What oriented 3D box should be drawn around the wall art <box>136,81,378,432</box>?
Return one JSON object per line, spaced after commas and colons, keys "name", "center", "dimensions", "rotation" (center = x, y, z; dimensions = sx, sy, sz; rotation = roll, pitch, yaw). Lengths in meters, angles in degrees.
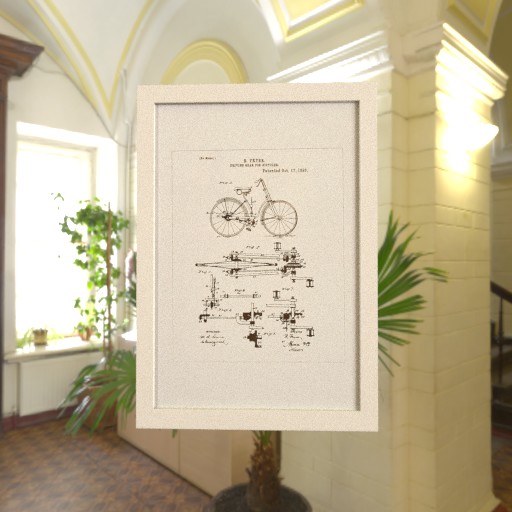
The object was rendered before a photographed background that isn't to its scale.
{"name": "wall art", "center": [0.000, 0.000, 0.617], "dimensions": [0.332, 0.477, 0.015], "rotation": [0, -1, 2]}
